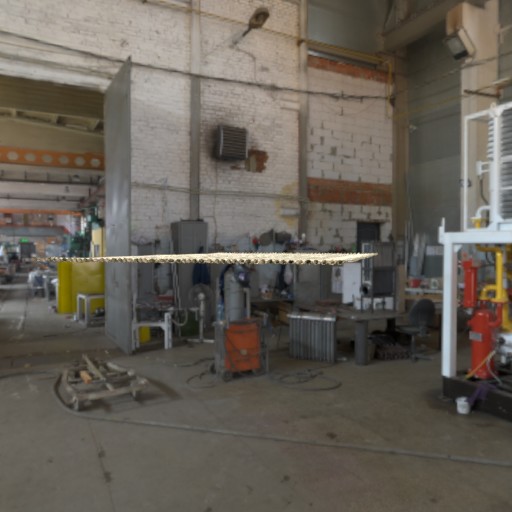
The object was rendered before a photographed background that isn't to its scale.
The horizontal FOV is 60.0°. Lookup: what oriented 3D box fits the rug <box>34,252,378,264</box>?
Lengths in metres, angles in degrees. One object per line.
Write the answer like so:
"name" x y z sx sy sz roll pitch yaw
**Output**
"rug" 0.000 0.000 3.086 1.530 0.025 2.431 0 1 18
